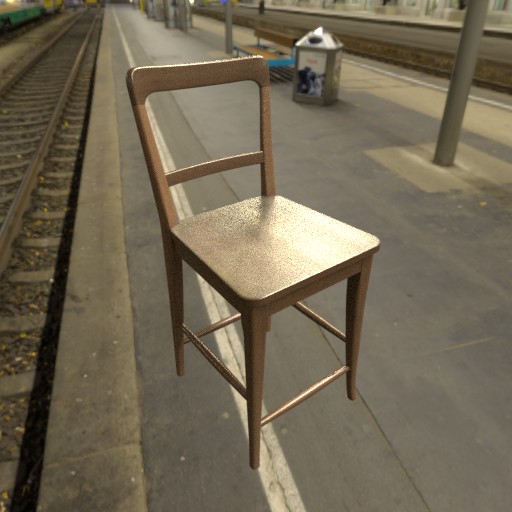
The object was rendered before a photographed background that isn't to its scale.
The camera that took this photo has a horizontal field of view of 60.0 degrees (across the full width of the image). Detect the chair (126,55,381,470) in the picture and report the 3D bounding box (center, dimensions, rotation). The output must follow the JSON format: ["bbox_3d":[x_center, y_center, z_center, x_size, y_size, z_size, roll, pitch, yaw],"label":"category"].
[{"bbox_3d":[0.000,0.000,1.277,0.450,0.991,0.546,-21,37,-31],"label":"chair"}]
